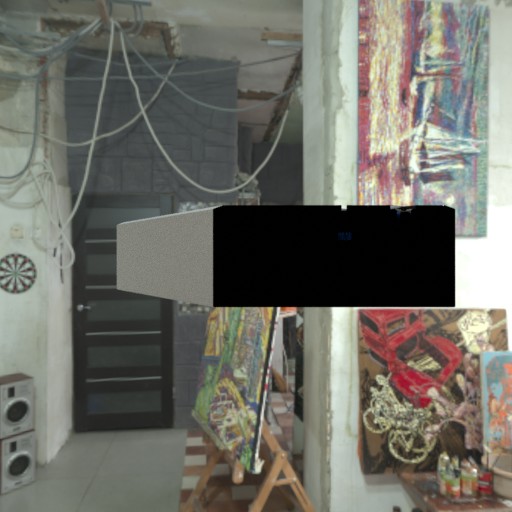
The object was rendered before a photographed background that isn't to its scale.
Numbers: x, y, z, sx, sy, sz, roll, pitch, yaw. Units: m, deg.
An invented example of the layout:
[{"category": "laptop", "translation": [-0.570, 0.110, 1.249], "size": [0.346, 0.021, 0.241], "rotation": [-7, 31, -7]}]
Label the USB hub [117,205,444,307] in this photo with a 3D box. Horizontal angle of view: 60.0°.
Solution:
[{"category": "USB hub", "translation": [0.000, 0.000, 0.124], "size": [0.044, 0.023, 0.110], "rotation": [0, 0, -36]}]
